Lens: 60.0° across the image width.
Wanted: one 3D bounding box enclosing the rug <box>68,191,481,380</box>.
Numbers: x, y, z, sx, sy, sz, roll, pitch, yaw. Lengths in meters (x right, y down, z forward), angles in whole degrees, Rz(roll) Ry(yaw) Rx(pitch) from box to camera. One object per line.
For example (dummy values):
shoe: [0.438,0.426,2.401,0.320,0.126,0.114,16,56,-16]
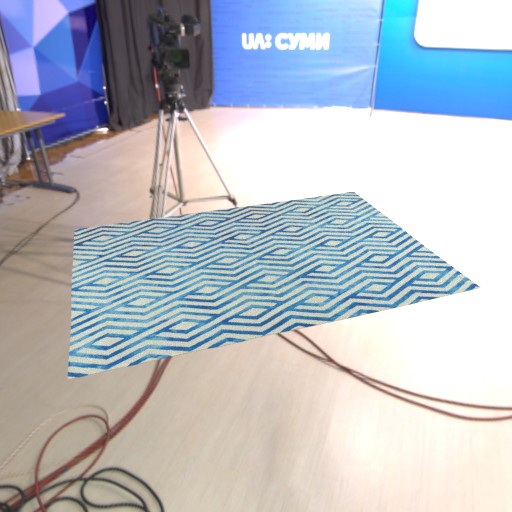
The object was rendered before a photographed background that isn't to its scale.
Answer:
rug: [0.000,0.000,2.335,1.830,0.008,1.225,-10,32,-16]
